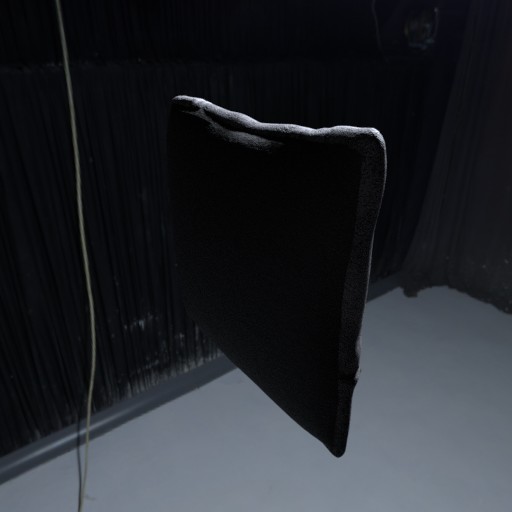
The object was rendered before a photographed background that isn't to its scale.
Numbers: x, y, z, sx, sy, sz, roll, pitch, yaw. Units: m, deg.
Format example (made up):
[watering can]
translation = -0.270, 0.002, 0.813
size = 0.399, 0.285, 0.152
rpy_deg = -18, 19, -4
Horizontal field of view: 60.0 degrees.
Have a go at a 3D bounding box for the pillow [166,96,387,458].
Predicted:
[pillow]
translation = 0.000, 0.000, 0.791
size = 0.204, 0.520, 0.522
rpy_deg = -18, 32, -31
